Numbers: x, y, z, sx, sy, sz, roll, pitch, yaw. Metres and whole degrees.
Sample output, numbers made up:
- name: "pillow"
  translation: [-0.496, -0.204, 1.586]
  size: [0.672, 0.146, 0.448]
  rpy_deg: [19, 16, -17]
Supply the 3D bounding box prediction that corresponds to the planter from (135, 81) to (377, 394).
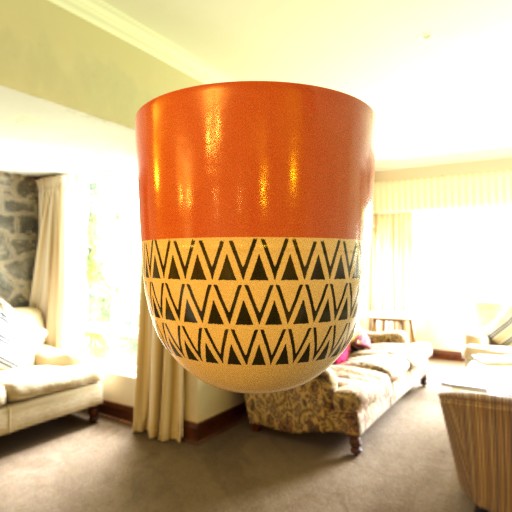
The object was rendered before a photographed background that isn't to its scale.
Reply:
- name: "planter"
  translation: [0.000, 0.000, 0.368]
  size: [0.195, 0.214, 0.195]
  rpy_deg: [0, -1, 0]
